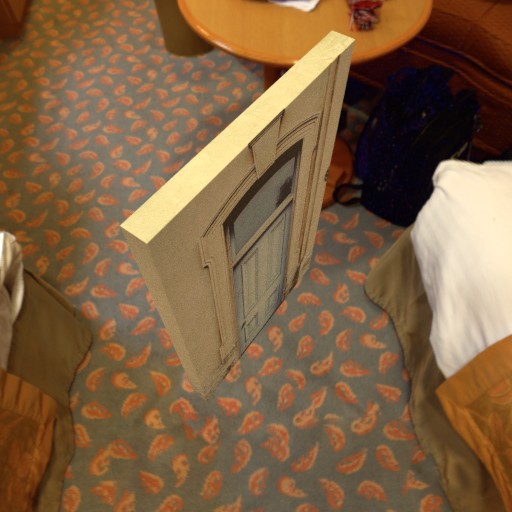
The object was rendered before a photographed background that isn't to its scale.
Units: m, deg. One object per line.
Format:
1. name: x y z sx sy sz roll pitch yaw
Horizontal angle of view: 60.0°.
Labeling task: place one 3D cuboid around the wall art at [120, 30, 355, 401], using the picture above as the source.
1. wall art: 0.000 0.000 0.770 0.036 0.607 0.403 32 63 18
